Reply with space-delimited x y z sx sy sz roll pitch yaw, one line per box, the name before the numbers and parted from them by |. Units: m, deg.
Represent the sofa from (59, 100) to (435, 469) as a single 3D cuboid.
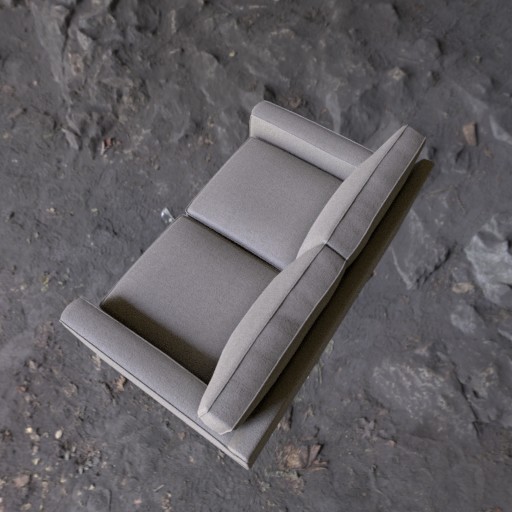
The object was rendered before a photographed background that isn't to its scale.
sofa | 0.000 0.000 2.036 0.940 0.853 1.484 31 67 15
